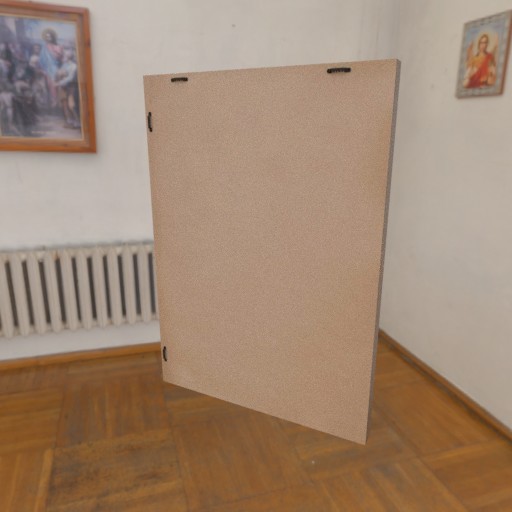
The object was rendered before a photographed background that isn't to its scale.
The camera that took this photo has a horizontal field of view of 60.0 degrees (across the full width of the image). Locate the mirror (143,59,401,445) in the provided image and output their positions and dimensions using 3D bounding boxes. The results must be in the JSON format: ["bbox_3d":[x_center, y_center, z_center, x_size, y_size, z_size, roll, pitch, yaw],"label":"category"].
[{"bbox_3d":[0.000,0.000,0.908,0.507,0.710,0.040,8,18,26],"label":"mirror"}]
